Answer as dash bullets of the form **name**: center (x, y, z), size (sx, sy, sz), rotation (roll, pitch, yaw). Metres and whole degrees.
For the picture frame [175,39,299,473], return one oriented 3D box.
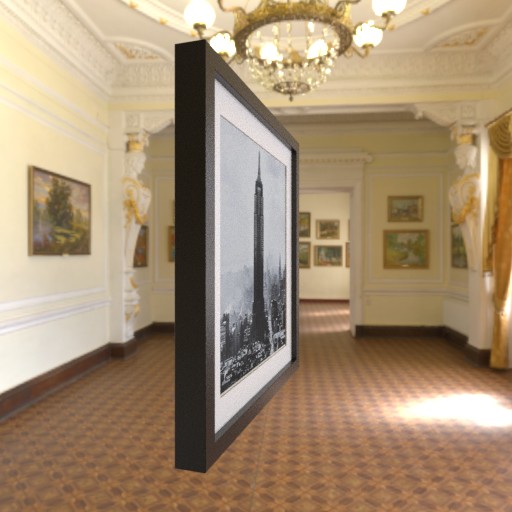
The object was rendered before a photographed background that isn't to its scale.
- **picture frame**: center (0.000, 0.000, 0.533), size (0.029, 0.353, 0.355), rotation (0, 0, 18)
